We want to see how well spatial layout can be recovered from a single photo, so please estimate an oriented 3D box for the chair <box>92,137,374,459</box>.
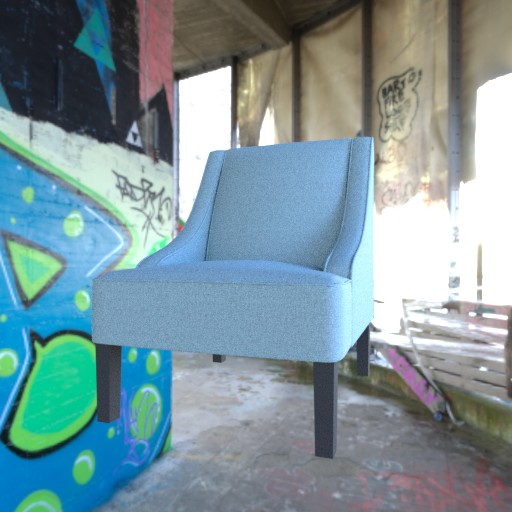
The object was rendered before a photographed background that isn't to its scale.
[{"bbox_3d":[0.000,0.000,1.821,0.857,1.133,1.025,0,0,20],"label":"chair"}]
